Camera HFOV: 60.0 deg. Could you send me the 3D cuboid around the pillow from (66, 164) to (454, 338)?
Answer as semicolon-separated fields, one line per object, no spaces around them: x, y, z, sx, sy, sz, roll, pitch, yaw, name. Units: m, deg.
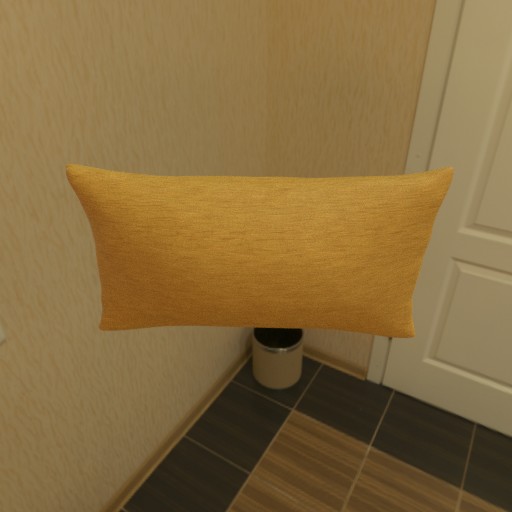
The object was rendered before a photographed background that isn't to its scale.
0.000;0.000;0.810;0.634;0.354;0.210;1;32;2;pillow
